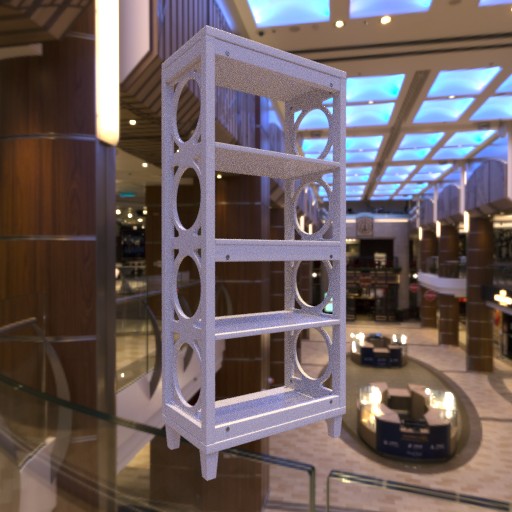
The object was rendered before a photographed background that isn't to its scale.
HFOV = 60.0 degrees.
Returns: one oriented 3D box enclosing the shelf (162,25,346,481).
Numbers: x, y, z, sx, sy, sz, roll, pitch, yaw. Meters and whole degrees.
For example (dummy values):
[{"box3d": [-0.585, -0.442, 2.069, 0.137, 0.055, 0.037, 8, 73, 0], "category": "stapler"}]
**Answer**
[{"box3d": [0.000, 0.000, 1.668, 0.611, 1.411, 0.340, 0, 0, -35], "category": "shelf"}]
